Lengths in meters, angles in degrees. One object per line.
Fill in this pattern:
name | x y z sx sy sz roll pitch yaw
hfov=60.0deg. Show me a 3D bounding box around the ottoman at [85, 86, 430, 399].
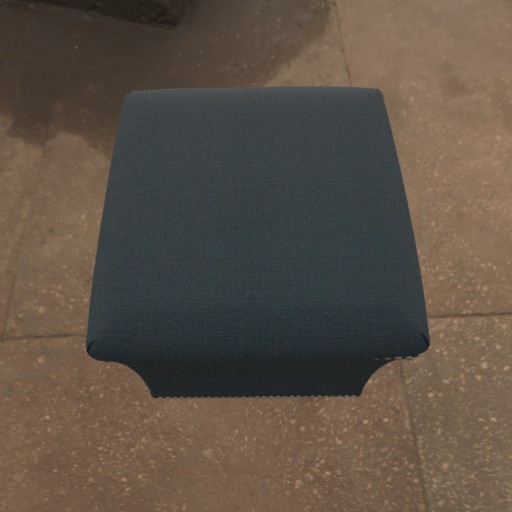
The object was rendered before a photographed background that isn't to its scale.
ottoman | 0.000 0.000 0.888 0.497 0.475 0.507 0 63 0
